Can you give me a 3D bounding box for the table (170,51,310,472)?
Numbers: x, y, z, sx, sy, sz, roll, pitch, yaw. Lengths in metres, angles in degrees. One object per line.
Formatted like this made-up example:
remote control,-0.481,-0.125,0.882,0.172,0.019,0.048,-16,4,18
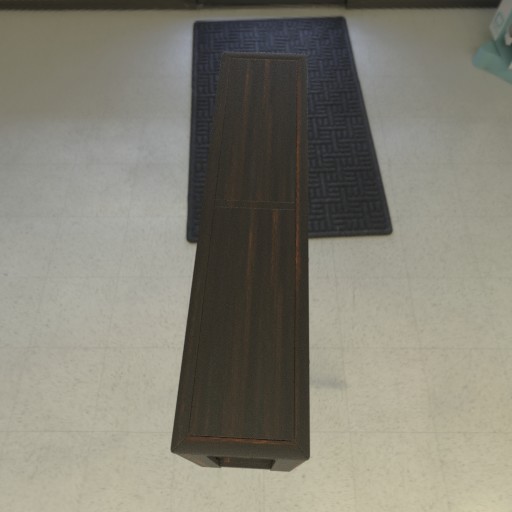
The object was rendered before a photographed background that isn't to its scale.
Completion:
table,0.000,0.000,1.907,0.384,0.762,1.631,2,62,1
